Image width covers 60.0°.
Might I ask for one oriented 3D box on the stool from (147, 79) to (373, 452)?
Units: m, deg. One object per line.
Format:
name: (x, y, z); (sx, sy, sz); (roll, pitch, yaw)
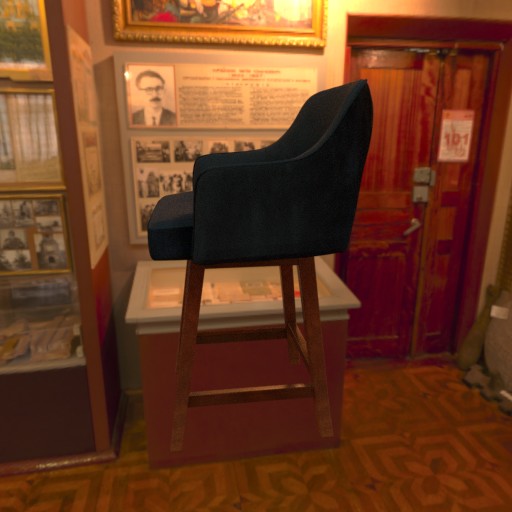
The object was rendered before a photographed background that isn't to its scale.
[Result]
stool: (0.000, 0.000, 1.271); (0.560, 0.940, 0.550); (-2, 16, -8)
